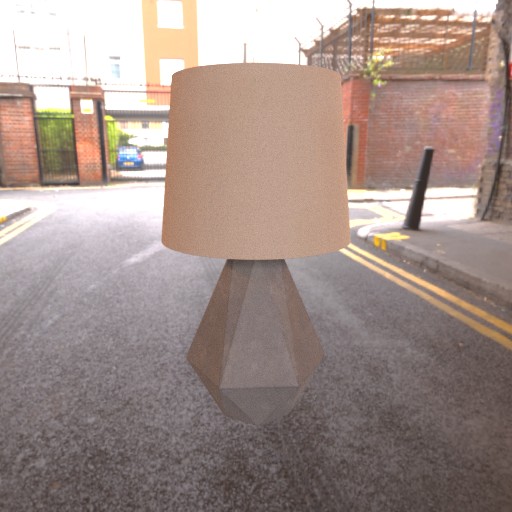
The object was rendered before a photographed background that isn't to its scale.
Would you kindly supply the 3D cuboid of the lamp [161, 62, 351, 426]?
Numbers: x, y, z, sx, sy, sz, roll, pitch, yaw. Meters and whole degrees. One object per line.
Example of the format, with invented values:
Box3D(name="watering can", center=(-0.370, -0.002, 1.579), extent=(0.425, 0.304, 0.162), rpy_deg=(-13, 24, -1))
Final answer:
Box3D(name="lamp", center=(0.000, 0.000, 0.666), extent=(0.276, 0.501, 0.276), rpy_deg=(0, 14, 0))
